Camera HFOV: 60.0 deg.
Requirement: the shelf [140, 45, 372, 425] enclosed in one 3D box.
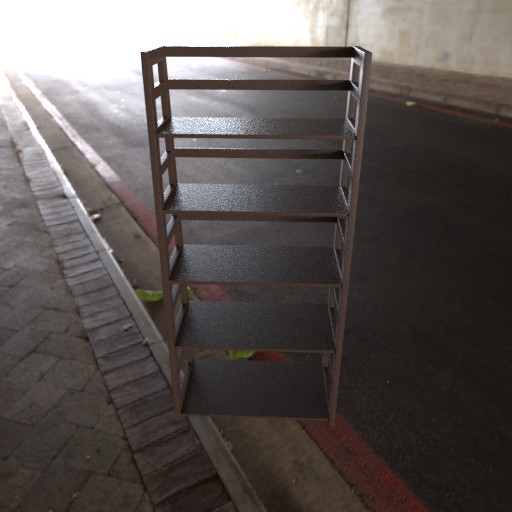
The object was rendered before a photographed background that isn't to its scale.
[{"bbox_3d":[0.000,0.000,1.896,0.763,1.600,0.403,1,30,2],"label":"shelf"}]
